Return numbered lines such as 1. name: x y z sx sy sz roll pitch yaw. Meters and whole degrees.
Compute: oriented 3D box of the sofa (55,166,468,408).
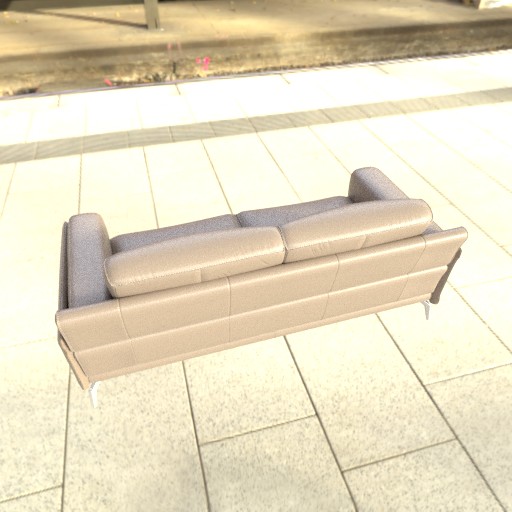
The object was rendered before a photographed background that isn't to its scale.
1. sofa: 0.000 0.000 2.542 2.101 0.930 1.049 -11 41 -13
